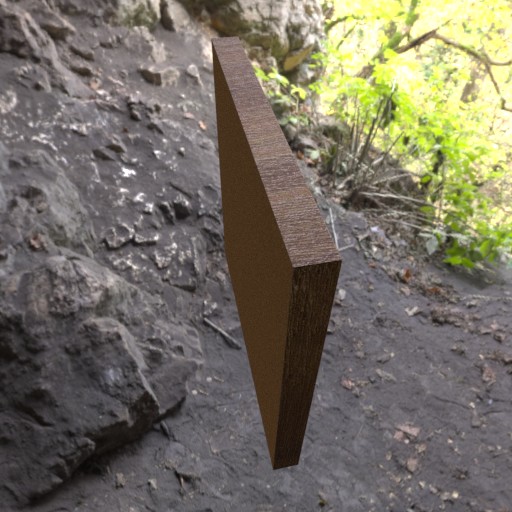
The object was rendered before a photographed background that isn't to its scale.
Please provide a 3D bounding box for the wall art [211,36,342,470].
[{"bbox_3d":[0.000,0.000,0.582,0.039,0.403,0.406,-9,47,-8],"label":"wall art"}]
